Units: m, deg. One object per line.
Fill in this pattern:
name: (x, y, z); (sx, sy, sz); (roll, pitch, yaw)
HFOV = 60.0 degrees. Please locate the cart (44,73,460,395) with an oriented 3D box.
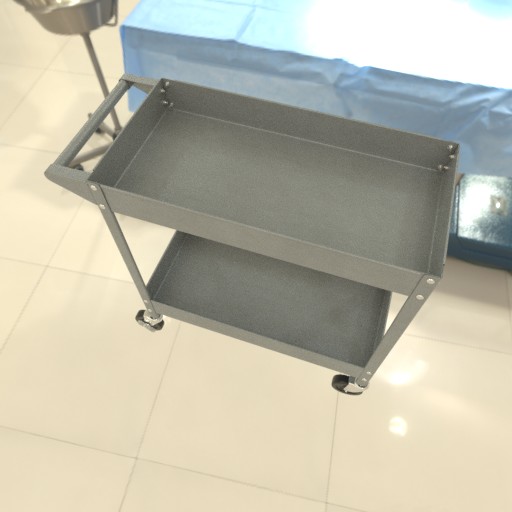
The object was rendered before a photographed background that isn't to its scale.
cart: (0.000, 0.000, 1.177); (0.779, 0.719, 0.366); (16, 59, 10)
